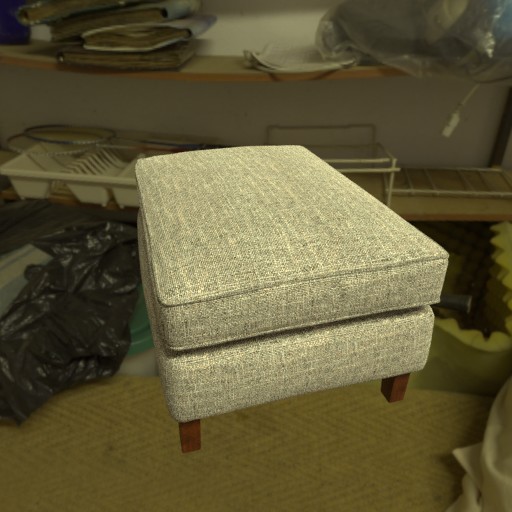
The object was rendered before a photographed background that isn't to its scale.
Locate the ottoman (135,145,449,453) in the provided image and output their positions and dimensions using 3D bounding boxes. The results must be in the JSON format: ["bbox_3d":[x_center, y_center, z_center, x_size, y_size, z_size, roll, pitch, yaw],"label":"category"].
[{"bbox_3d":[0.000,0.000,0.998,0.508,0.406,0.686,-8,30,-14],"label":"ottoman"}]
